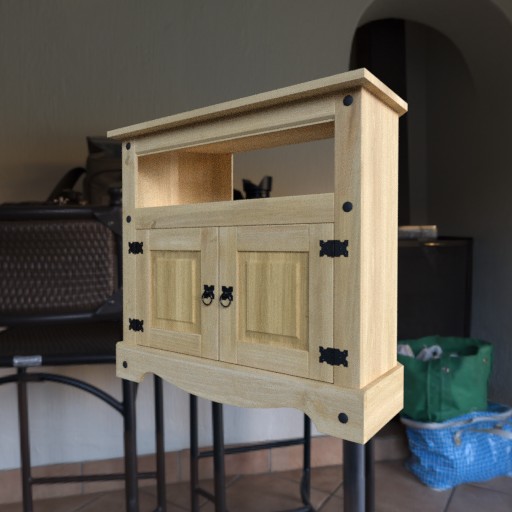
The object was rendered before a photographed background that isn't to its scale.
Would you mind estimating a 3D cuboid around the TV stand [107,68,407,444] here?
[{"bbox_3d":[0.000,0.000,1.328,0.851,0.781,0.425,1,2,36],"label":"TV stand"}]
